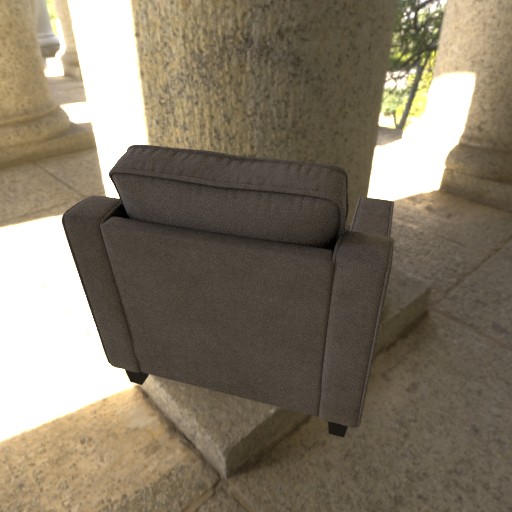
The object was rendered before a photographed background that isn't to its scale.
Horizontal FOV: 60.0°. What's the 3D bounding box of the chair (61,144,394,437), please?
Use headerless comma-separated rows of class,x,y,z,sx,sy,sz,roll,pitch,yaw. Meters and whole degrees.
chair,0.000,0.000,1.645,0.926,0.944,0.840,9,33,15
